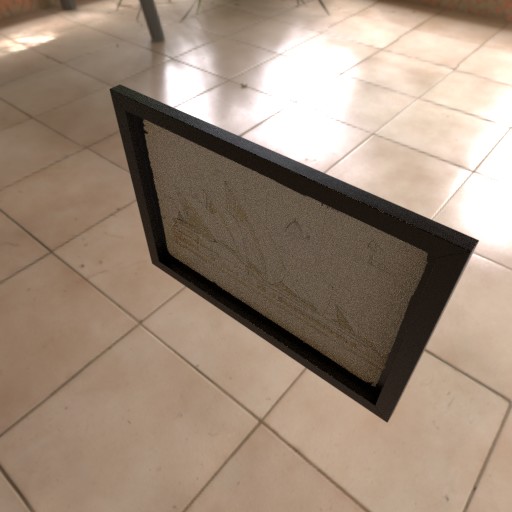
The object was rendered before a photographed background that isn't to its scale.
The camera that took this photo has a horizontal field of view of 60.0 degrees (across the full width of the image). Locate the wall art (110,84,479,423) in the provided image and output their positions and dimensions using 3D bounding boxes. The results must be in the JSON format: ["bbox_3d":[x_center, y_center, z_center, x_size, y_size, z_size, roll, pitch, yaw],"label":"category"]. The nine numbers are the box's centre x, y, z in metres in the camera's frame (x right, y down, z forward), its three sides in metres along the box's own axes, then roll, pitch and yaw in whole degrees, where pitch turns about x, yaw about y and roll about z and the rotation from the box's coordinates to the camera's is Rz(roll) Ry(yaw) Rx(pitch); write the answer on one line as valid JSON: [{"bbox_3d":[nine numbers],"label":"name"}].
[{"bbox_3d":[0.000,0.000,0.823,0.657,0.458,0.027,30,53,26],"label":"wall art"}]
